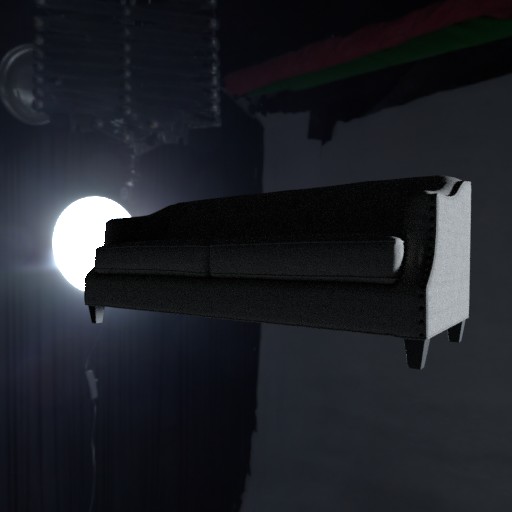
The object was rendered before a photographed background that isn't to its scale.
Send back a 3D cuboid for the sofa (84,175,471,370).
[{"bbox_3d":[0.000,0.000,2.687,2.235,0.901,0.914,0,-1,36],"label":"sofa"}]
